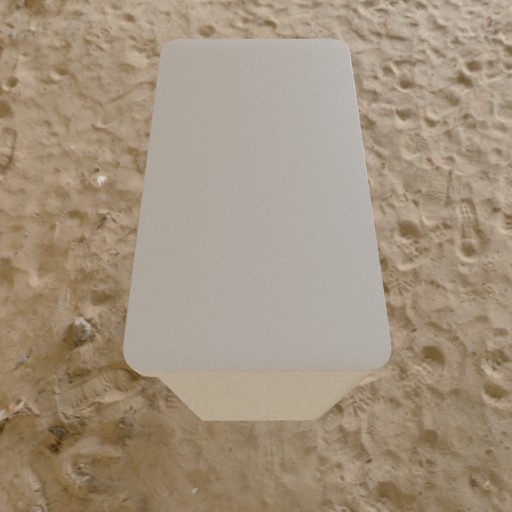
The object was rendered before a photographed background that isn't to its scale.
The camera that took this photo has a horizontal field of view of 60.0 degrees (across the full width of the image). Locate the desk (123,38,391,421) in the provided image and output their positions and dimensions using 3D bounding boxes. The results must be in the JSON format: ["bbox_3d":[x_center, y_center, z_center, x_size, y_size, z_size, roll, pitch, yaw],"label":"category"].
[{"bbox_3d":[0.000,0.000,1.232,0.446,0.760,0.790,0,64,0],"label":"desk"}]
